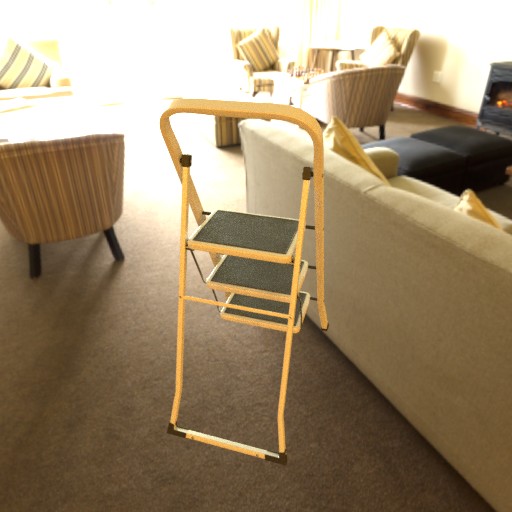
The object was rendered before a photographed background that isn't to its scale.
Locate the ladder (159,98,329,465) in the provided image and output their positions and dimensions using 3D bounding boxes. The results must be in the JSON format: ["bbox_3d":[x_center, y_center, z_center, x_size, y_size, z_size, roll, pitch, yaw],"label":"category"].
[{"bbox_3d":[0.000,0.000,1.447,0.460,1.050,0.711,9,32,14],"label":"ladder"}]
